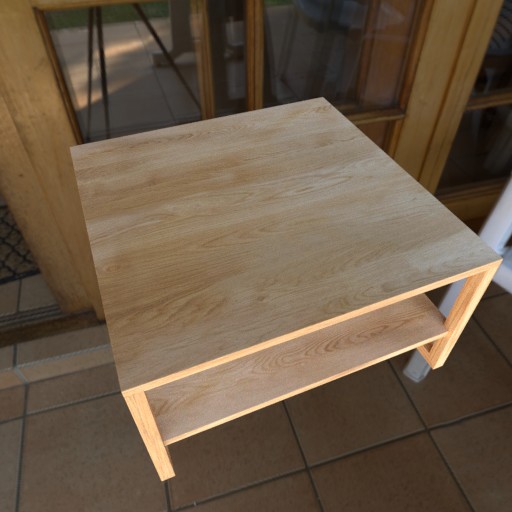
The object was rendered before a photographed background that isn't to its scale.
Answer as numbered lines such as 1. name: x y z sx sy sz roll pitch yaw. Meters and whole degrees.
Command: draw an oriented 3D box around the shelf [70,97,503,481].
1. shelf: 0.000 0.000 1.392 0.899 0.480 0.899 -16 48 -15
